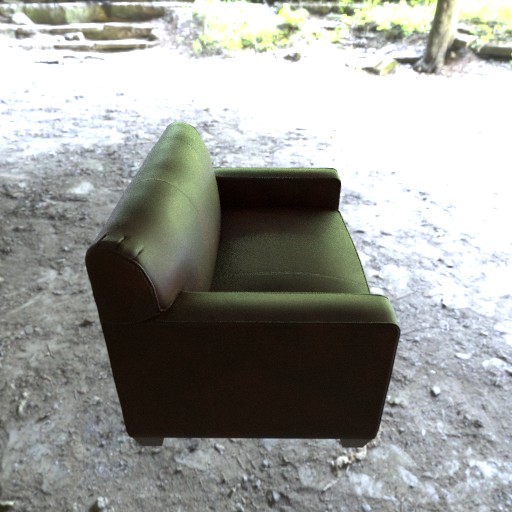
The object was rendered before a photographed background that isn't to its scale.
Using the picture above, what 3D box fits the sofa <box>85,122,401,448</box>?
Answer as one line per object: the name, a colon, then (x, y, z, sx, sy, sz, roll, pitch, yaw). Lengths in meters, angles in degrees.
sofa: (0.000, 0.000, 2.049, 1.000, 0.956, 1.413, 0, 32, 0)
